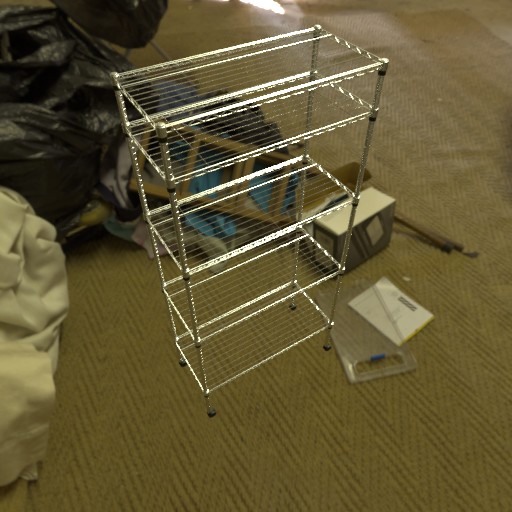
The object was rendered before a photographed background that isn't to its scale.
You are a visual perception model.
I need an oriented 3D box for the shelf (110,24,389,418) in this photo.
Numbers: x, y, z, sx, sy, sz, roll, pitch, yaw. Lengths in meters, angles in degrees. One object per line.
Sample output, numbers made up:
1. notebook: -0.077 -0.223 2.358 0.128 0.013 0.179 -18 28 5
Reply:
1. shelf: 0.000 0.000 1.855 0.762 1.587 0.356 -24 50 -21
